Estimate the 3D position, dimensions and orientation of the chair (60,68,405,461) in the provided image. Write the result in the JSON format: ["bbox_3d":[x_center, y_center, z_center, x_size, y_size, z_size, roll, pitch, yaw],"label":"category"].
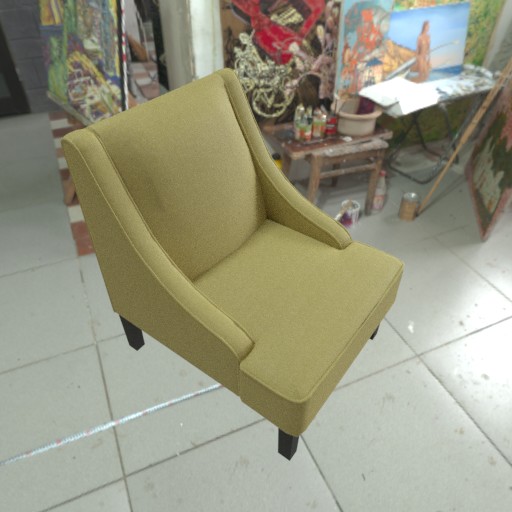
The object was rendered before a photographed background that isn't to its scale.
[{"bbox_3d":[0.000,0.000,1.476,0.814,0.896,0.696,26,48,27],"label":"chair"}]
